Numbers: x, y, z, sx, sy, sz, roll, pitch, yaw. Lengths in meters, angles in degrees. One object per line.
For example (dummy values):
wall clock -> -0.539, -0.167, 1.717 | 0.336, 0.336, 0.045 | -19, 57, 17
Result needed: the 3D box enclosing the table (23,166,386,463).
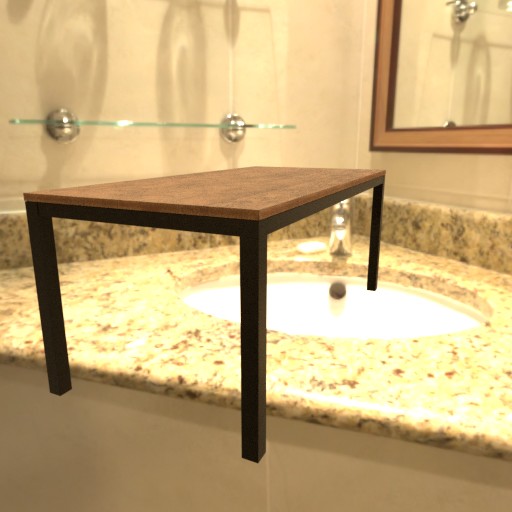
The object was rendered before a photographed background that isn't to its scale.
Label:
table -> 0.000, 0.000, 2.207 | 0.893, 0.767, 1.805 | 7, 16, 25
